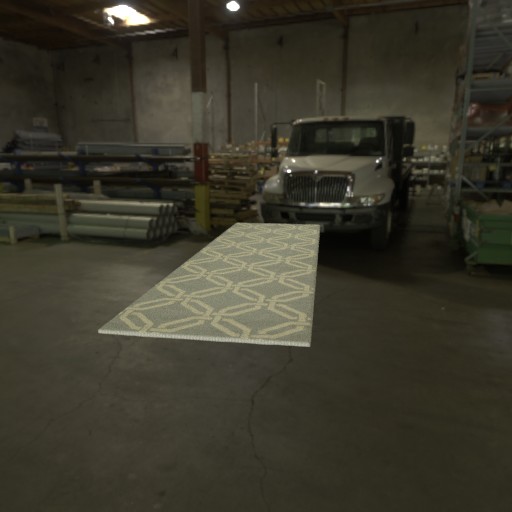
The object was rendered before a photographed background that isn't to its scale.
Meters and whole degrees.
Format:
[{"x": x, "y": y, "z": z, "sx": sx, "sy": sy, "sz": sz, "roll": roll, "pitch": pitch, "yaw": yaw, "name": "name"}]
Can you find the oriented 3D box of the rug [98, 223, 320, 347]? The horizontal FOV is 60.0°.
[{"x": 0.000, "y": 0.000, "z": 2.463, "sx": 0.678, "sy": 0.014, "sz": 2.276, "roll": 2, "pitch": 13, "yaw": 9, "name": "rug"}]
